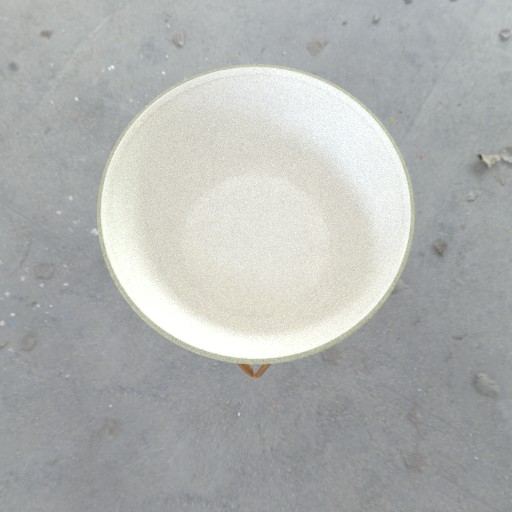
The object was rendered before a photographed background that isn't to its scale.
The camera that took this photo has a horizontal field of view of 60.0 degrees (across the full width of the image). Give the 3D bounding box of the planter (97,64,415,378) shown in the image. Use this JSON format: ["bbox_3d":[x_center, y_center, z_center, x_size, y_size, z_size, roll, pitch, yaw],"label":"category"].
[{"bbox_3d":[0.000,0.000,0.731,0.350,0.504,0.350,31,78,7],"label":"planter"}]
